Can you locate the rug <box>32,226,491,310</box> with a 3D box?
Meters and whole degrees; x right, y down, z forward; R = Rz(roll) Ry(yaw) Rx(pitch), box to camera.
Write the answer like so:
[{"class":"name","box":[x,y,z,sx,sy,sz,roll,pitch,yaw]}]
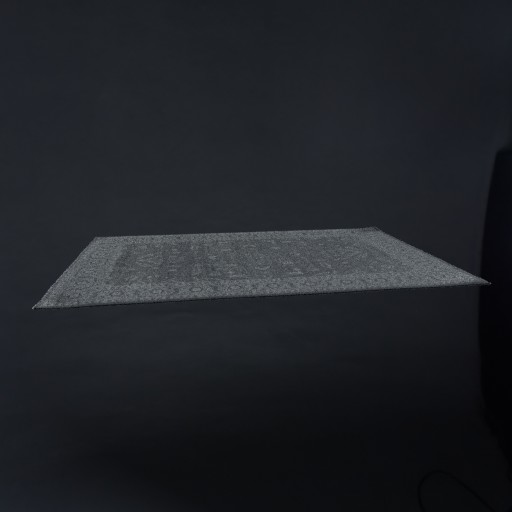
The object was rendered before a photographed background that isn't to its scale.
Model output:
[{"class":"rug","box":[0.000,0.000,2.304,1.828,0.019,1.209,-2,15,-9]}]
